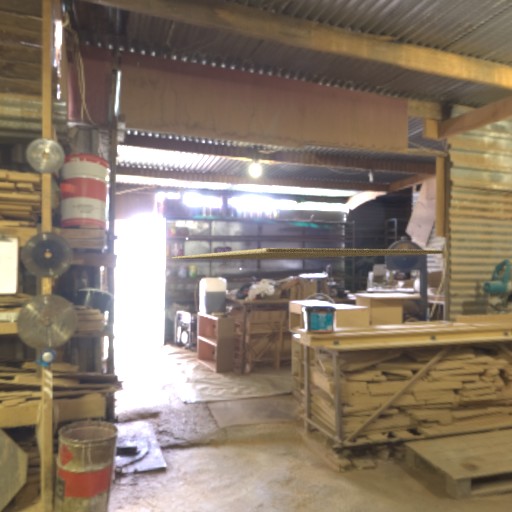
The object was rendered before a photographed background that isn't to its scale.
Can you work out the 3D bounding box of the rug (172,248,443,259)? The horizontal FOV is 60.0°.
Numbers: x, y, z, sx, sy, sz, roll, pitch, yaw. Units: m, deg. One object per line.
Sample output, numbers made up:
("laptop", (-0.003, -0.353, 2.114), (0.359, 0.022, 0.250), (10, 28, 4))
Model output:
("rug", (0.000, 0.000, 2.570), (0.678, 0.014, 2.276), (0, -1, -18))
